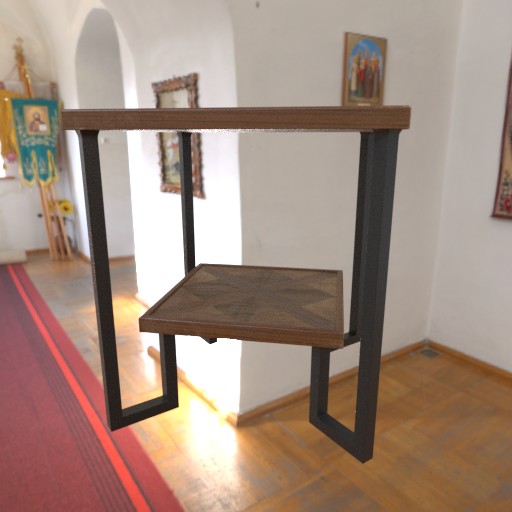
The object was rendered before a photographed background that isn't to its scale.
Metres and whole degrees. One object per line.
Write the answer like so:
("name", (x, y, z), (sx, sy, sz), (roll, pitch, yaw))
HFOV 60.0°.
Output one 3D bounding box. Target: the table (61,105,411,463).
("table", (0.000, 0.000, 0.930), (0.503, 0.563, 0.503), (3, 15, 10))
